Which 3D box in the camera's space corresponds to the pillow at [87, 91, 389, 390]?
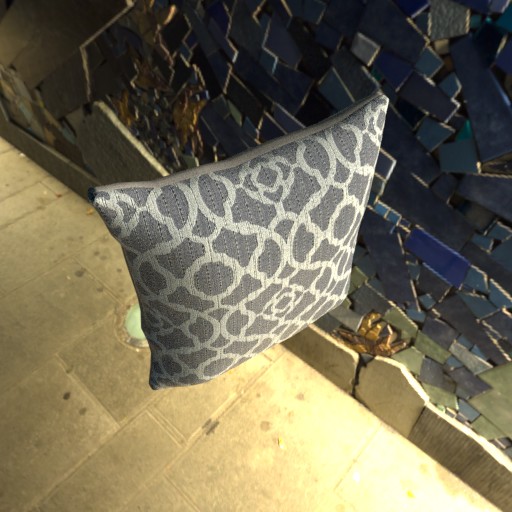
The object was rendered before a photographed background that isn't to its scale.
[{"bbox_3d":[0.000,0.000,0.820,0.508,0.498,0.215,-25,51,-22],"label":"pillow"}]
